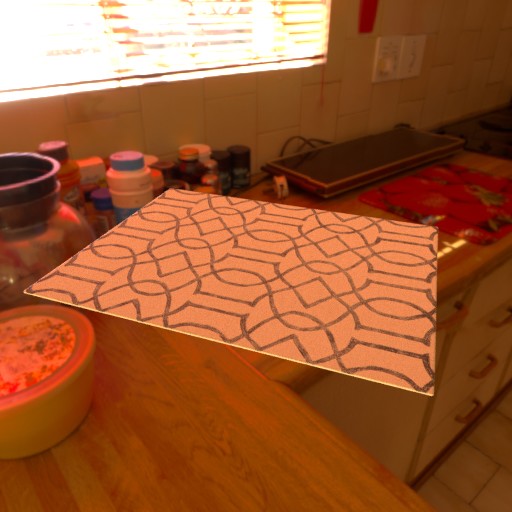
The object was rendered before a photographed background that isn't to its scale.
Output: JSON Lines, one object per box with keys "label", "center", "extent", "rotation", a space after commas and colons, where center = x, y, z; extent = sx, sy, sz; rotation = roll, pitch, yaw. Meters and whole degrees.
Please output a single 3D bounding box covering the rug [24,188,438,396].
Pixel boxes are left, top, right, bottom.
{"label": "rug", "center": [0.000, 0.000, 3.780], "extent": [2.910, 0.021, 2.211], "rotation": [10, 32, 17]}
